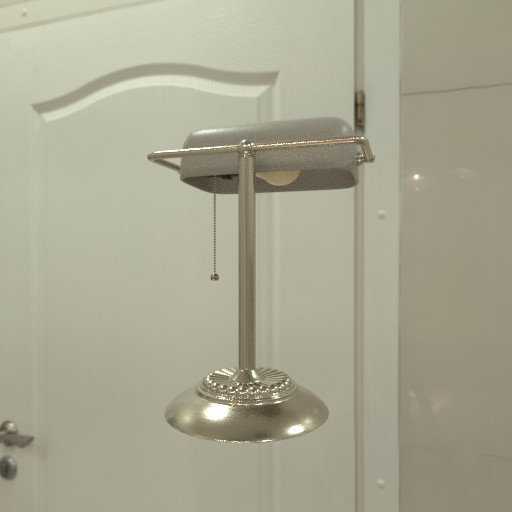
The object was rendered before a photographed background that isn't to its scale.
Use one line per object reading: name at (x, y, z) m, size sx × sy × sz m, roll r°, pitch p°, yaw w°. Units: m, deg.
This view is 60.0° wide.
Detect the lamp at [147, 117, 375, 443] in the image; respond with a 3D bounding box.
lamp at (0.000, 0.000, 0.521) m, size 0.264 × 0.339 × 0.243 m, roll 0°, pitch 0°, yaw 18°
